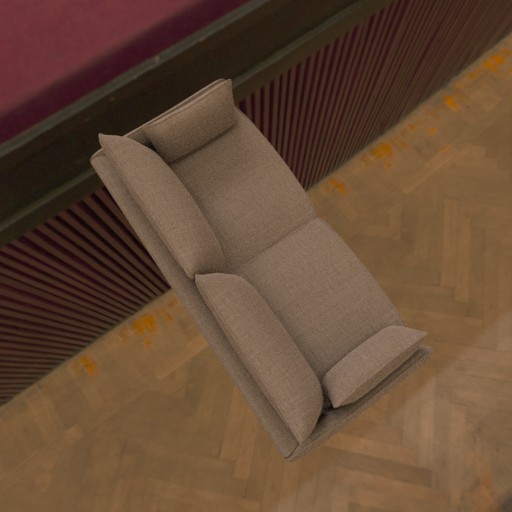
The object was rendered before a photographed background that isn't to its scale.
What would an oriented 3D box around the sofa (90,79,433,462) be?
[{"bbox_3d":[0.000,0.000,2.518,0.972,0.851,1.989,-34,78,-8],"label":"sofa"}]
